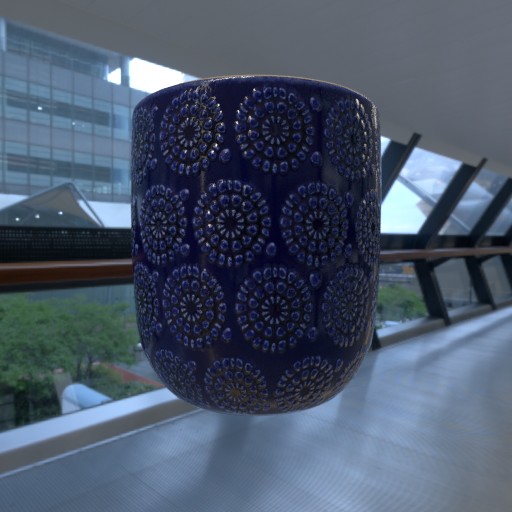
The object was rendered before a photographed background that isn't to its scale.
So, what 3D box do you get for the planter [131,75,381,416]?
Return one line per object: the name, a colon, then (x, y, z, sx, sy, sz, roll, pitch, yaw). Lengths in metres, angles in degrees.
planter: (0.000, 0.000, 0.339, 0.184, 0.206, 0.184, 0, 0, 0)
